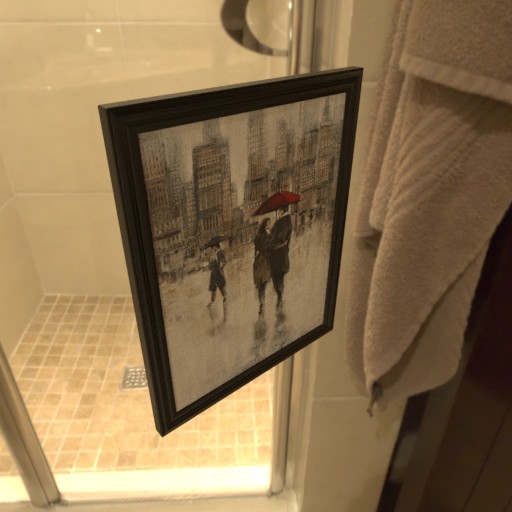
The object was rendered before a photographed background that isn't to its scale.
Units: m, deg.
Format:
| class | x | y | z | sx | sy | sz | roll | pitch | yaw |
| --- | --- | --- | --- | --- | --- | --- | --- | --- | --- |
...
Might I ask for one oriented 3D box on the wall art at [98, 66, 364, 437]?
| class | x | y | z | sx | sy | sz | roll | pitch | yaw |
| --- | --- | --- | --- | --- | --- | --- | --- | --- | --- |
| wall art | 0.000 | 0.000 | 1.615 | 0.950 | 1.194 | 0.053 | -24 | 38 | -33 |
